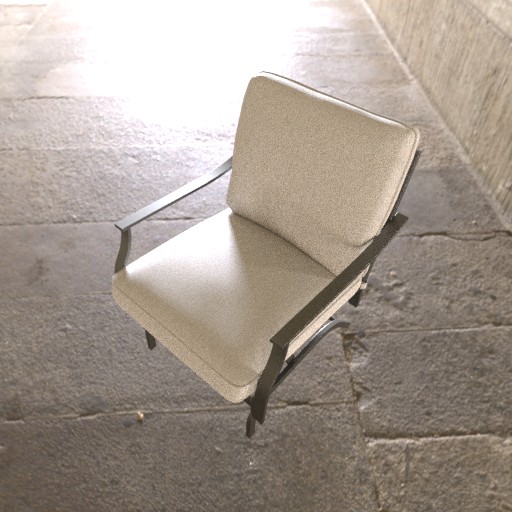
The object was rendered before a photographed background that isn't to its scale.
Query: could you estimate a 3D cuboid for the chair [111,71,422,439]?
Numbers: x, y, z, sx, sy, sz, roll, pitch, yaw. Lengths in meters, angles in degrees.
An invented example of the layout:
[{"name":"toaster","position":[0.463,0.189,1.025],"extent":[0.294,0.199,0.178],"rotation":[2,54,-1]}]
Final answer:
[{"name":"chair","position":[0.000,0.000,1.421],"extent":[0.650,0.860,0.787],"rotation":[33,54,27]}]
